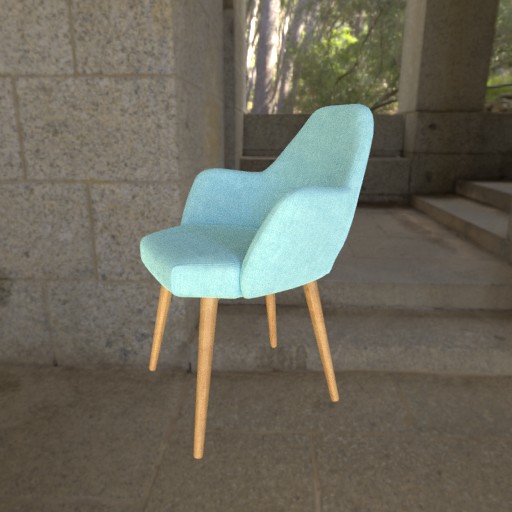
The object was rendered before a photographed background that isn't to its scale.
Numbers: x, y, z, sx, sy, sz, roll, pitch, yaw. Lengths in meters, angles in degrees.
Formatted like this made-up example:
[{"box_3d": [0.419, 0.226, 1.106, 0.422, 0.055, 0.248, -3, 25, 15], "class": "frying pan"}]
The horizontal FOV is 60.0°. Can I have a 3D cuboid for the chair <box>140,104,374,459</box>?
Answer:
[{"box_3d": [0.000, 0.000, 1.281, 0.610, 0.840, 0.590, -8, 18, -25], "class": "chair"}]
